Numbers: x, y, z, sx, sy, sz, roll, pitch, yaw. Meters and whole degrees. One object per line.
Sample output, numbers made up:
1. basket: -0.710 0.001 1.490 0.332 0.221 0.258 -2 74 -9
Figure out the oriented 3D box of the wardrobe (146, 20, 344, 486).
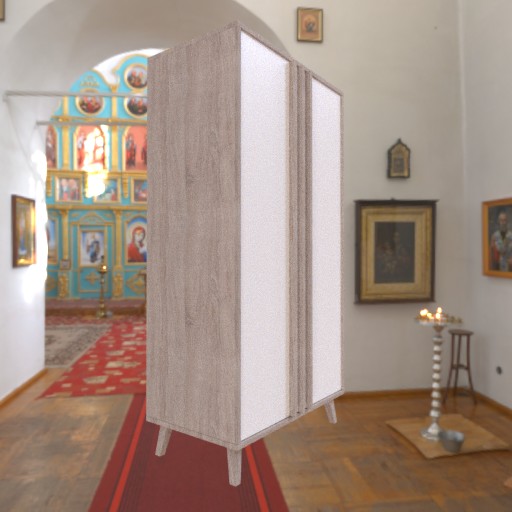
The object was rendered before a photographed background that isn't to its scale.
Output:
1. wardrobe: 0.000 0.000 2.407 0.600 1.960 1.000 0 -1 37
